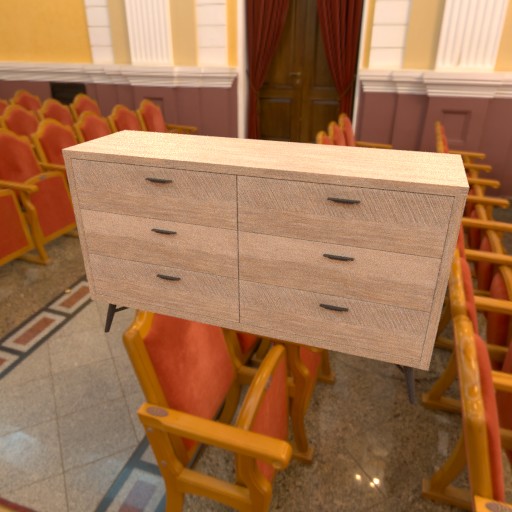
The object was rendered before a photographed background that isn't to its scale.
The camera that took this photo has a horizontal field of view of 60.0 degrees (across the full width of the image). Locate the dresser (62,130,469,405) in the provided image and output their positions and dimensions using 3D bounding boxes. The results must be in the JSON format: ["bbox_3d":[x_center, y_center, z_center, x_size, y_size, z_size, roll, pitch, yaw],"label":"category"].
[{"bbox_3d":[0.000,0.000,1.957,1.524,0.914,0.457,9,28,17],"label":"dresser"}]
